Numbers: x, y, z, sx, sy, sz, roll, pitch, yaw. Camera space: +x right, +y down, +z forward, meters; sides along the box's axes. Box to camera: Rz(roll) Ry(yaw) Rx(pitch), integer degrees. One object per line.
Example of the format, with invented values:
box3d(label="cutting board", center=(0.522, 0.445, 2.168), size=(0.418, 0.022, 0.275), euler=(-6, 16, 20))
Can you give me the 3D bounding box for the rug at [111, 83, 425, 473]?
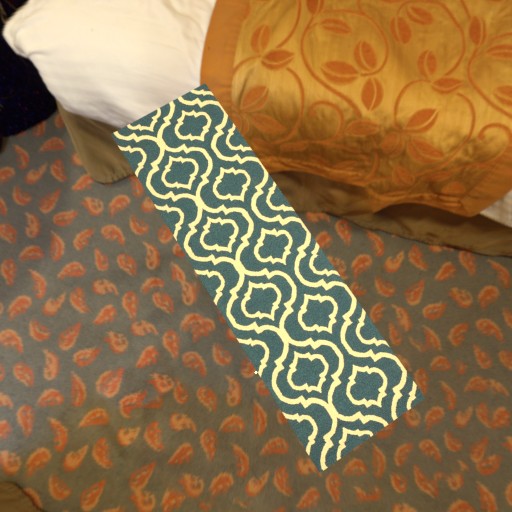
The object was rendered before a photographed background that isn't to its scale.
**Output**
box3d(label="rug", center=(0.000, 0.000, 2.569), size=(0.685, 0.006, 2.296), euler=(-32, 78, -8))
